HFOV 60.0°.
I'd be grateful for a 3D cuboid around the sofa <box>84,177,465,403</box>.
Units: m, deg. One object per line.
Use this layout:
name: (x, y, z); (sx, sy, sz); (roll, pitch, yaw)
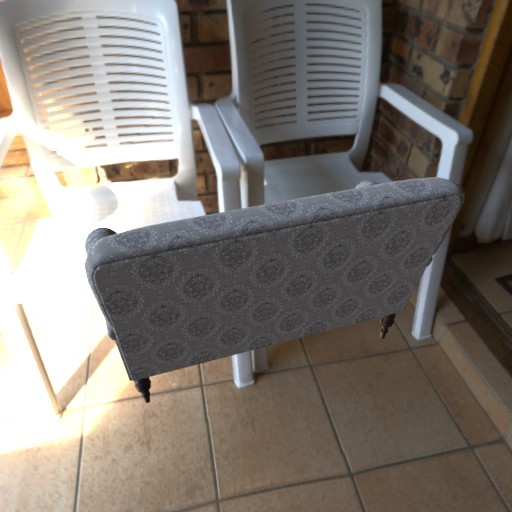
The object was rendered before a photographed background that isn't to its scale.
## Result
sofa: (0.000, 0.000, 1.822); (1.297, 0.889, 0.779); (-12, 41, -14)
